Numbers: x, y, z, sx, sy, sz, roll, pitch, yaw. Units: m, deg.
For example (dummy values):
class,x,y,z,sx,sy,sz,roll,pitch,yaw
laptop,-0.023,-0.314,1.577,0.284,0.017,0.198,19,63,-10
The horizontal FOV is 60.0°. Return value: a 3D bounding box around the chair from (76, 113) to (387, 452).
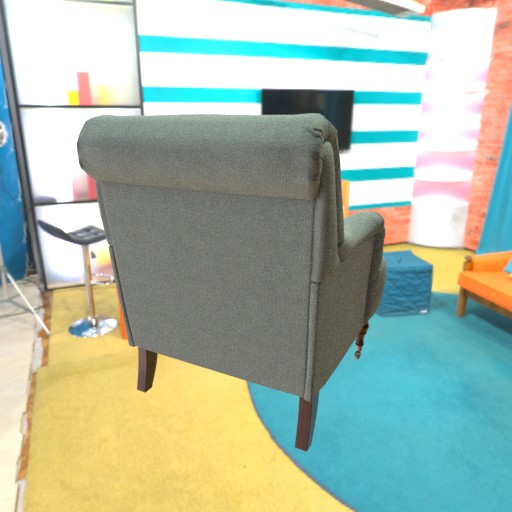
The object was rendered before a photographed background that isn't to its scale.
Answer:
class,x,y,z,sx,sy,sz,roll,pitch,yaw
chair,0.000,0.000,1.938,0.964,1.178,1.060,9,19,27
